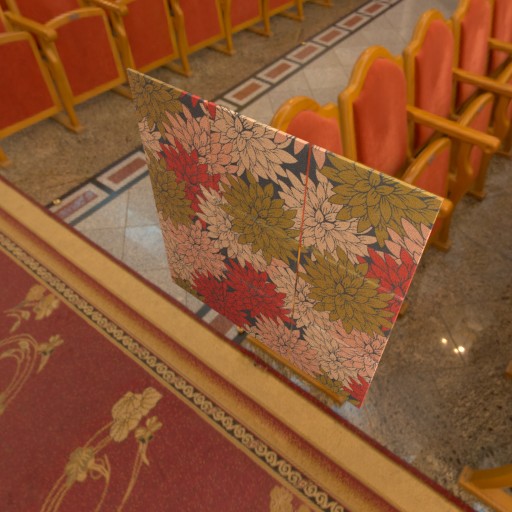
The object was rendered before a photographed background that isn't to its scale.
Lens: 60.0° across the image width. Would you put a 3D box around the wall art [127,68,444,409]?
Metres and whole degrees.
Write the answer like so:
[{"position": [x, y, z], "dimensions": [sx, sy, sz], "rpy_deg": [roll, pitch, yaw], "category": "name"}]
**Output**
[{"position": [0.000, 0.000, 1.819], "dimensions": [1.206, 1.218, 0.013], "rpy_deg": [30, 54, 25], "category": "wall art"}]
